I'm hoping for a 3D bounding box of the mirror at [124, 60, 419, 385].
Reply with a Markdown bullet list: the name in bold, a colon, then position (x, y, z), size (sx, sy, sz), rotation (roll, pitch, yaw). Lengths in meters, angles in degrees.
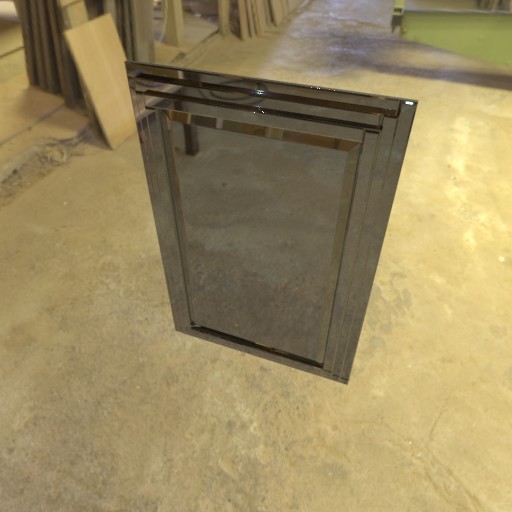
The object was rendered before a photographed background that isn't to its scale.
- **mirror**: position (0.000, 0.000, 1.171), size (0.613, 0.914, 0.039), rotation (14, 44, 15)
